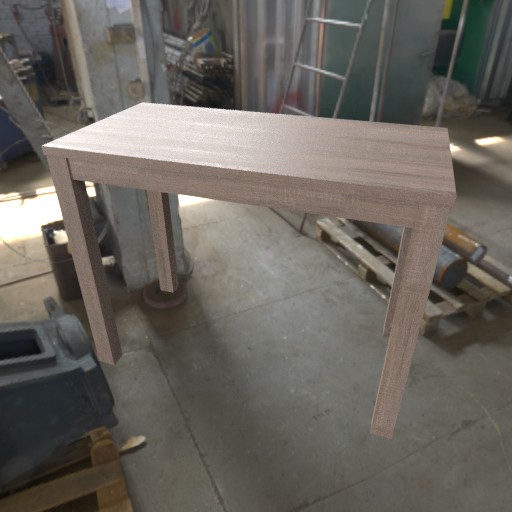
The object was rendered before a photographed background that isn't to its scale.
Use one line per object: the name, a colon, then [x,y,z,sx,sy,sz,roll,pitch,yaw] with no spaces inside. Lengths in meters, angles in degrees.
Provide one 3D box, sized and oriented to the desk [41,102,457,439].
desk: [0.000,0.000,1.400,0.991,0.762,0.495,10,33,15]
